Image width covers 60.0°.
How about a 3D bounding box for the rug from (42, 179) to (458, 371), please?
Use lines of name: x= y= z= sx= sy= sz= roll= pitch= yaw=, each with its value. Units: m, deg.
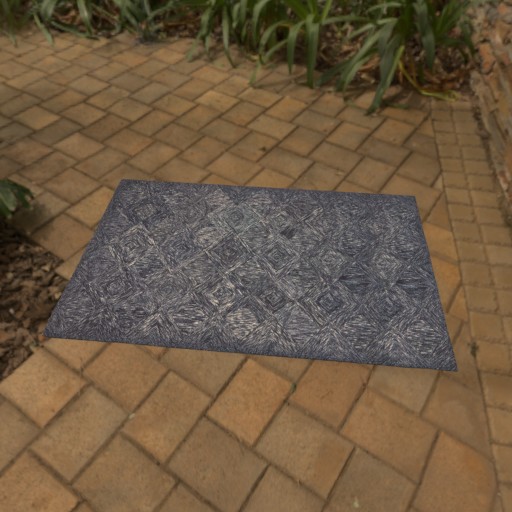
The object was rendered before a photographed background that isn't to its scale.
rug: x=0.000 y=0.000 z=2.241 sx=1.754 sy=0.010 sz=1.139 roll=4 pitch=46 yaw=4
